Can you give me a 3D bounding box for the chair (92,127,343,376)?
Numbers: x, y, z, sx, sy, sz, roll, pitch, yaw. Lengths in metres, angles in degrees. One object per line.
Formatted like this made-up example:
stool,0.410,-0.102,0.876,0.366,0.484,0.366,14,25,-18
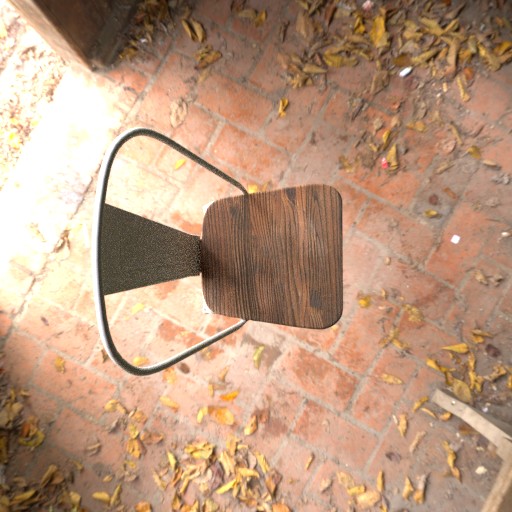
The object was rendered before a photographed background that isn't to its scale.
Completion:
chair,0.000,0.000,1.125,0.521,0.851,0.452,0,88,0
